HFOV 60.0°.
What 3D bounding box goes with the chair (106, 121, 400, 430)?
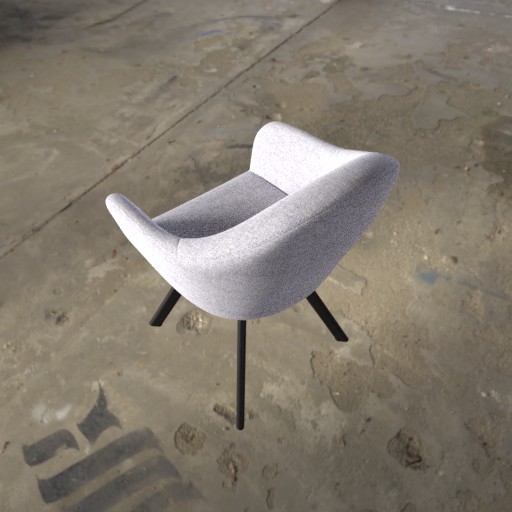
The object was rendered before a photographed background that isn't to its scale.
[{"bbox_3d":[0.000,0.000,1.158,0.540,0.780,0.570,-32,54,-27],"label":"chair"}]
